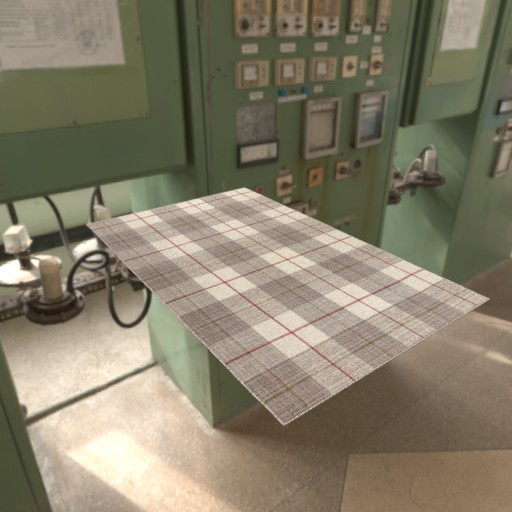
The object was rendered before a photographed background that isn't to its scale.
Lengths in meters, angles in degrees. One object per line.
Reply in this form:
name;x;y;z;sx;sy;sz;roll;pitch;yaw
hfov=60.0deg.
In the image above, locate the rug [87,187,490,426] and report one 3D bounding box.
rug;0.000;0.000;3.021;1.549;0.010;2.464;-19;33;-32
